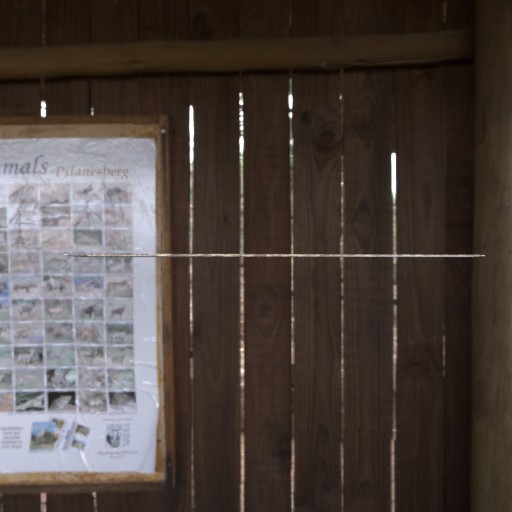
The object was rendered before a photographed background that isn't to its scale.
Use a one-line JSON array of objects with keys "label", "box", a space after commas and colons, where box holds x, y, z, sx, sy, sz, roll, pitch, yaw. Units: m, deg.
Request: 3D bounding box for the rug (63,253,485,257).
[{"label": "rug", "box": [0.000, 0.000, 4.363, 3.291, 0.017, 2.431, 0, 0, -19]}]
